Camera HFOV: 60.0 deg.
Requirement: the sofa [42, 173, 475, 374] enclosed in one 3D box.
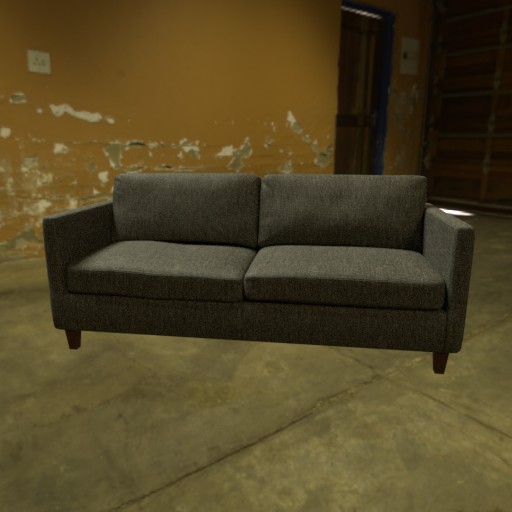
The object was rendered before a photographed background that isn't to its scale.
[{"bbox_3d":[0.000,0.000,2.688,2.208,0.960,0.948,2,14,8],"label":"sofa"}]
